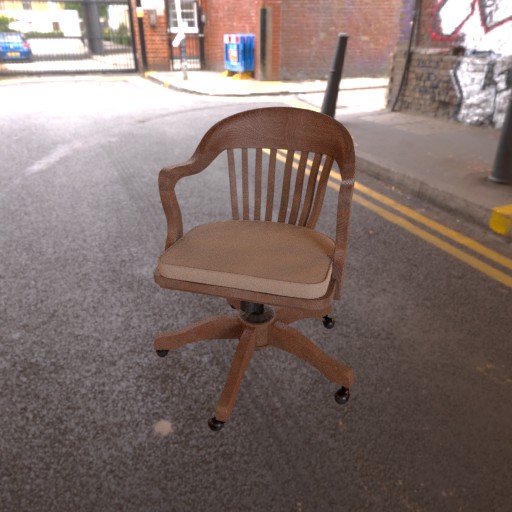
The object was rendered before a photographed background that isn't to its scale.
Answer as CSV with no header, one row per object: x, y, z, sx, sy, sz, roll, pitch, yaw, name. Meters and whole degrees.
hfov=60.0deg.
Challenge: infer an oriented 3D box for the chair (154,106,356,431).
0.000,0.000,1.518,0.750,0.878,0.788,7,27,15,chair
